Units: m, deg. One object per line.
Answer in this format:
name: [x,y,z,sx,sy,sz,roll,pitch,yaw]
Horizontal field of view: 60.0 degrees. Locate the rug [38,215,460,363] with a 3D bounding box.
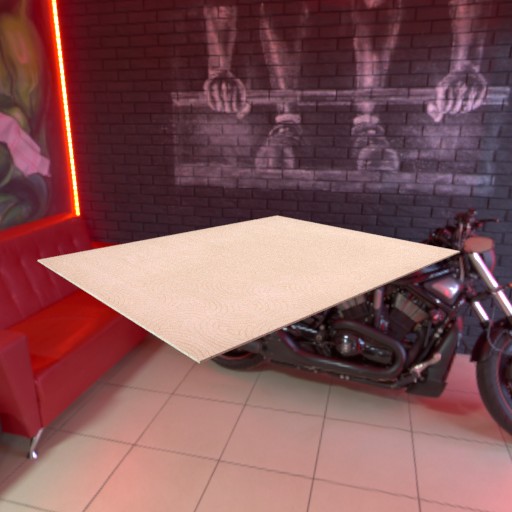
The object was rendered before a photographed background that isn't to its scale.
rug: [0.000,0.000,3.462,2.584,0.011,2.073,-14,22,-41]
